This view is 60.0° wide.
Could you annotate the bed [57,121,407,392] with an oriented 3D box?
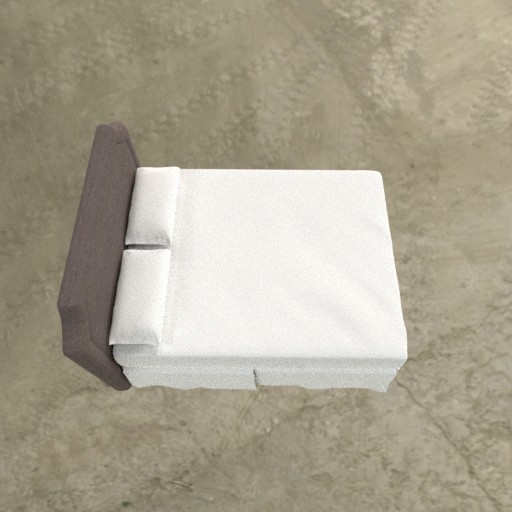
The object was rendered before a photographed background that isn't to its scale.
[{"bbox_3d":[0.000,0.000,3.177,2.116,1.290,1.693,0,63,0],"label":"bed"}]
